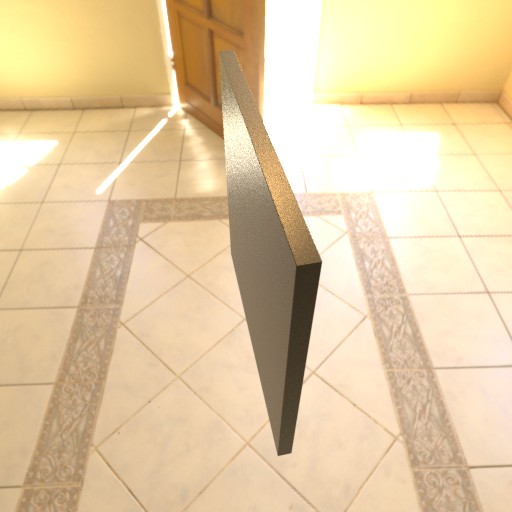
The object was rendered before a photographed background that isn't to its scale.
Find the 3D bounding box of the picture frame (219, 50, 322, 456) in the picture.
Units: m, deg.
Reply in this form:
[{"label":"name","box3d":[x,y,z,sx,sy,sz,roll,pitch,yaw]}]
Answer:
[{"label":"picture frame","box3d":[0.000,0.000,0.856,0.029,0.557,0.559,-9,47,-8]}]
